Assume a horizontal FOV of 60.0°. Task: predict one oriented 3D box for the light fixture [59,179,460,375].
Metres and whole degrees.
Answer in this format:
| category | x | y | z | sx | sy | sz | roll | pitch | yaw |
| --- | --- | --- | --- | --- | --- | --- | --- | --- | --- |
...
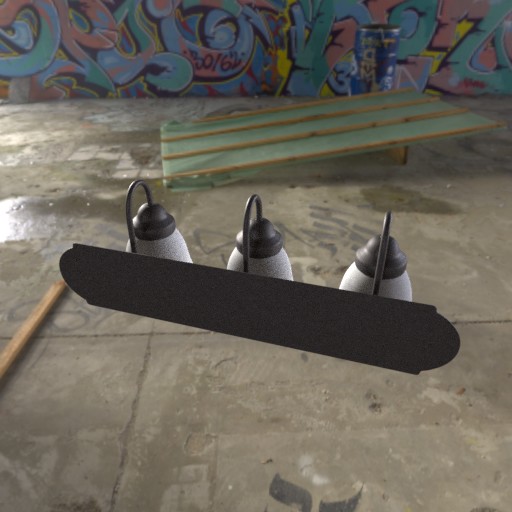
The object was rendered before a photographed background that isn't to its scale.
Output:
| category | x | y | z | sx | sy | sz | roll | pitch | yaw |
| --- | --- | --- | --- | --- | --- | --- | --- | --- | --- |
| light fixture | 0.000 | 0.000 | 0.714 | 0.610 | 0.222 | 0.199 | 9 | 32 | 15 |
